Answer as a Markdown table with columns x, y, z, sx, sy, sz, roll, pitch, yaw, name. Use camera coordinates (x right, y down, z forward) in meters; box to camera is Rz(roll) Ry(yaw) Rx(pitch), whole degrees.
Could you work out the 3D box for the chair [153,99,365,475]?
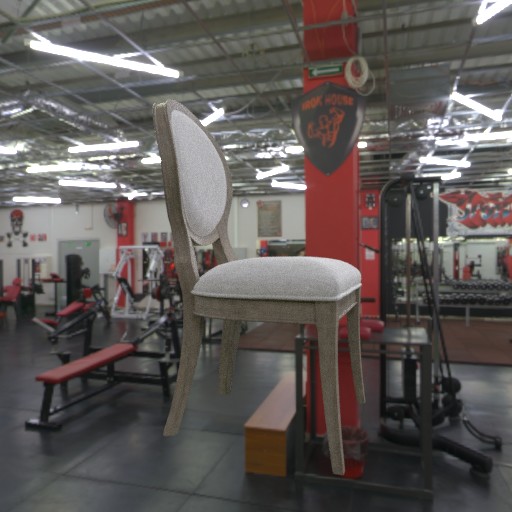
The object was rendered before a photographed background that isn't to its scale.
| x | y | z | sx | sy | sz | roll | pitch | yaw | name |
| --- | --- | --- | --- | --- | --- | --- | --- | --- | --- |
| 0.000 | 0.000 | 1.349 | 0.602 | 0.990 | 0.558 | 0 | 0 | 19 | chair |
